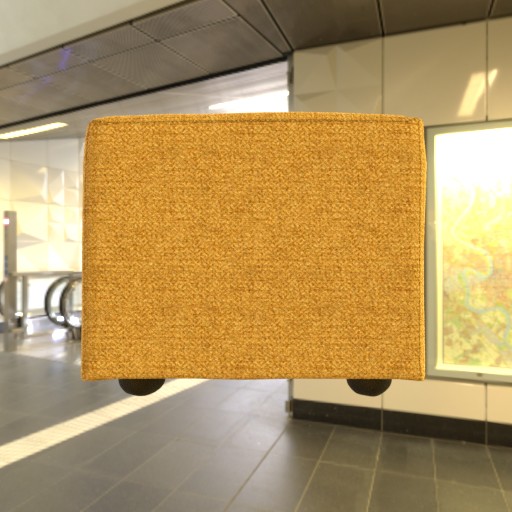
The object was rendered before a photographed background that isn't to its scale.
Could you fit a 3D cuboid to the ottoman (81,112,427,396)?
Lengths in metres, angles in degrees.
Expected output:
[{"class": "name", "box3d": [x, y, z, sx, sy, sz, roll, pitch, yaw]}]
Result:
[{"class": "ottoman", "box3d": [0.000, 0.000, 0.878, 0.505, 0.441, 0.512, 0, 0, 0]}]
